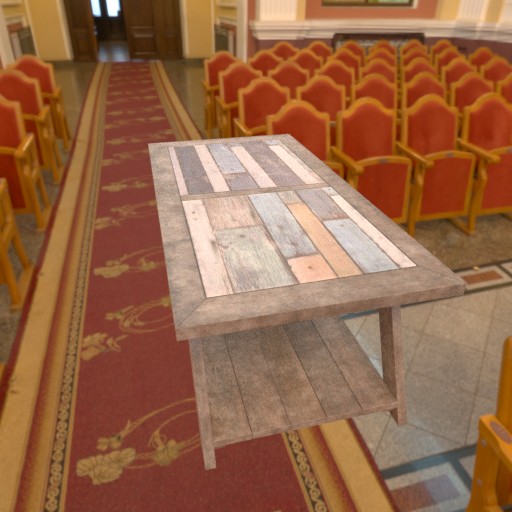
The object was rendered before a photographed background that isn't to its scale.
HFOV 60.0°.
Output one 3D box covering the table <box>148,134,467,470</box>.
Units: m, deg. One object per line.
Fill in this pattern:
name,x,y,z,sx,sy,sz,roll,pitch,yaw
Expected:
table,0.000,0.000,1.498,0.610,0.470,1.219,-7,31,-12
